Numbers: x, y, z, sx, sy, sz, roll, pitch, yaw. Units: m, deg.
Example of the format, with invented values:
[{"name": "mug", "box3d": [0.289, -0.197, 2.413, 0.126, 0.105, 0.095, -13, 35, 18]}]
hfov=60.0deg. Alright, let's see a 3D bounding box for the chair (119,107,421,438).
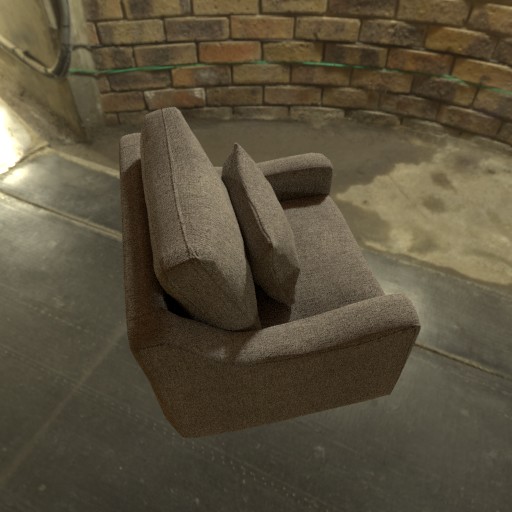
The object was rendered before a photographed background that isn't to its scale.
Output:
[{"name": "chair", "box3d": [0.000, 0.000, 1.932, 1.009, 1.037, 1.138, -10, 48, -9]}]
